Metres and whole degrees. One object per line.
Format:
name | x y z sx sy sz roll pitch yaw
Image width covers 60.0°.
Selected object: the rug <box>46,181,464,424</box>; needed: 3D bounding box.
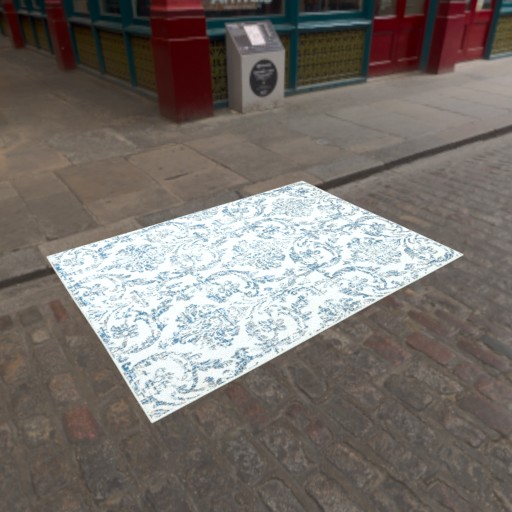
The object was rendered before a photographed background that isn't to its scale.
rug | 0.000 0.000 2.872 2.197 0.014 1.586 -21 37 -30
